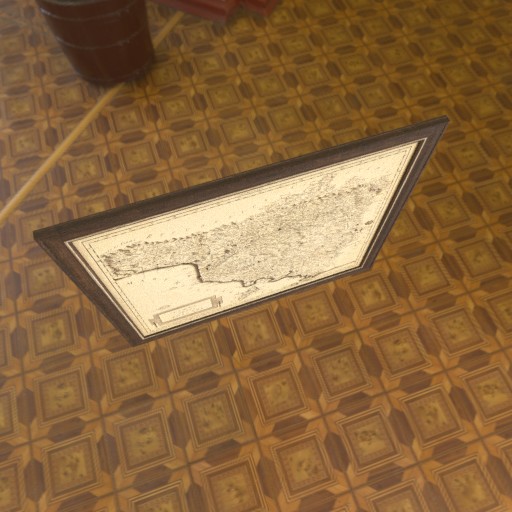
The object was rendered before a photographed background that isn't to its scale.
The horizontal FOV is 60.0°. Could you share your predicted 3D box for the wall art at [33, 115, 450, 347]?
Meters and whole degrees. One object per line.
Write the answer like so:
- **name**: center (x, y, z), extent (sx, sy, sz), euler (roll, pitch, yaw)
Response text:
- **wall art**: center (0.000, 0.000, 1.437), extent (1.033, 0.875, 0.023), euler (-17, 64, -9)
